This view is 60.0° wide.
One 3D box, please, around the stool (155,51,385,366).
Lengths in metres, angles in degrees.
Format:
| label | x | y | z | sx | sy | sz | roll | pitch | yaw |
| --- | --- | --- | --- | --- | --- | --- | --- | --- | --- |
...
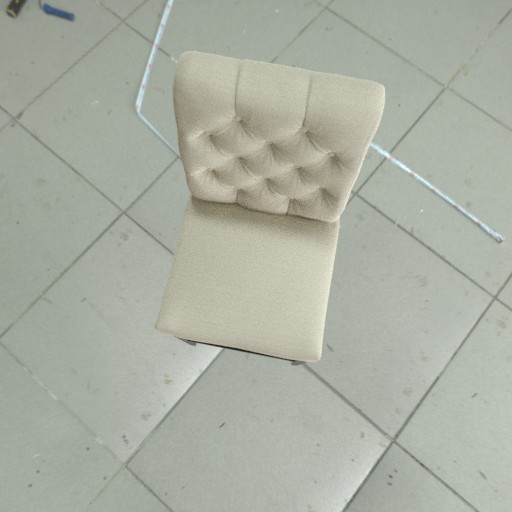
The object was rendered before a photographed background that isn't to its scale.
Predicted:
| label | x | y | z | sx | sy | sz | roll | pitch | yaw |
| --- | --- | --- | --- | --- | --- | --- | --- | --- | --- |
| stool | 0.000 | 0.000 | 1.429 | 0.482 | 1.118 | 0.610 | 10 | 75 | 3 |
